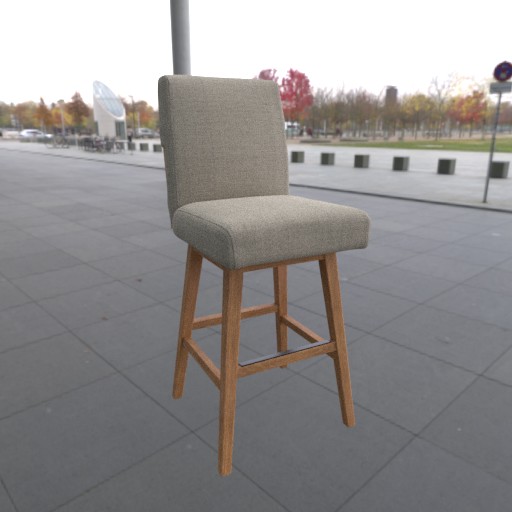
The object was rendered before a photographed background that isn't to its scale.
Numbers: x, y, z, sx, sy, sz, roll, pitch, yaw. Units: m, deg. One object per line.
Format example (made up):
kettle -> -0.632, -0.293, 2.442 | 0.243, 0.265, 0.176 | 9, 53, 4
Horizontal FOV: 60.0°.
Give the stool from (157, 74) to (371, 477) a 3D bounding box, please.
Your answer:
stool -> 0.000, 0.000, 1.410 | 0.483, 1.106, 0.569 | -8, 18, -27
